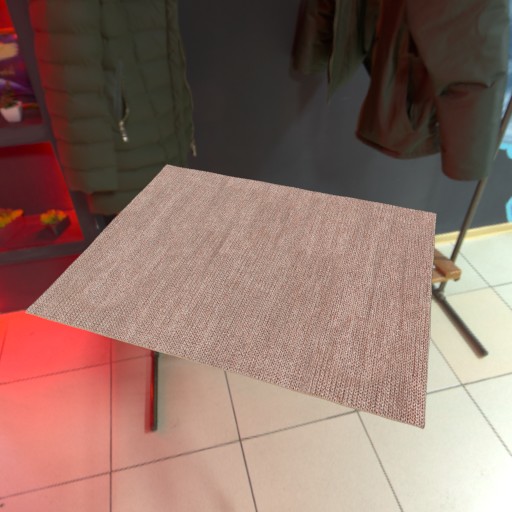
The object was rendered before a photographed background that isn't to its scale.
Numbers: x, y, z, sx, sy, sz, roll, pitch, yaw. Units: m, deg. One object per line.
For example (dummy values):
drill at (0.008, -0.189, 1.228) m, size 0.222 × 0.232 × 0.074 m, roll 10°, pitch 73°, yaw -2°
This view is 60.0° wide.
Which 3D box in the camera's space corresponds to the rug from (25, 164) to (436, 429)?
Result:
rug at (0.000, 0.000, 3.998) m, size 3.052 × 0.030 × 2.429 m, roll 13°, pitch 43°, yaw 14°
